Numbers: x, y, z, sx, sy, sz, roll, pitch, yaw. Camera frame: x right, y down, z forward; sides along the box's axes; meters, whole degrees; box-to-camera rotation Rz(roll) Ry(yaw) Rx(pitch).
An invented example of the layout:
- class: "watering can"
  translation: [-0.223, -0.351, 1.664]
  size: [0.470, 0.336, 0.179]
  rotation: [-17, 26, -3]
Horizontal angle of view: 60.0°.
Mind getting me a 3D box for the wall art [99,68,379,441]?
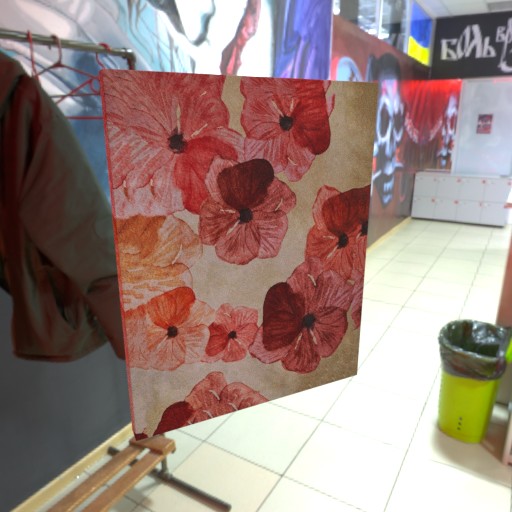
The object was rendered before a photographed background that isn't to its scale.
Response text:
- class: "wall art"
  translation: [0.000, 0.000, 0.677]
  size: [0.406, 0.508, 0.028]
  rotation: [-8, 18, -25]
